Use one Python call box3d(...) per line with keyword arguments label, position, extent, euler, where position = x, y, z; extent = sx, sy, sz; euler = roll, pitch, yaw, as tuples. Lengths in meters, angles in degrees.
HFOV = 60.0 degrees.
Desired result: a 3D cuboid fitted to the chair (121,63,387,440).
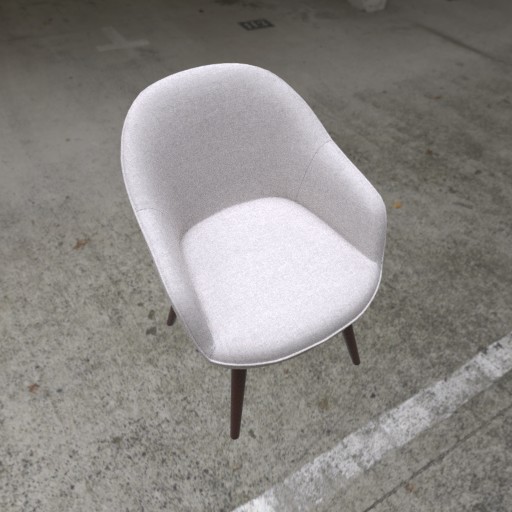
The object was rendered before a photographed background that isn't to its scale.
box3d(label="chair", position=(0.000, 0.000, 1.238), extent=(0.596, 0.823, 0.635), euler=(-24, 52, -21))
